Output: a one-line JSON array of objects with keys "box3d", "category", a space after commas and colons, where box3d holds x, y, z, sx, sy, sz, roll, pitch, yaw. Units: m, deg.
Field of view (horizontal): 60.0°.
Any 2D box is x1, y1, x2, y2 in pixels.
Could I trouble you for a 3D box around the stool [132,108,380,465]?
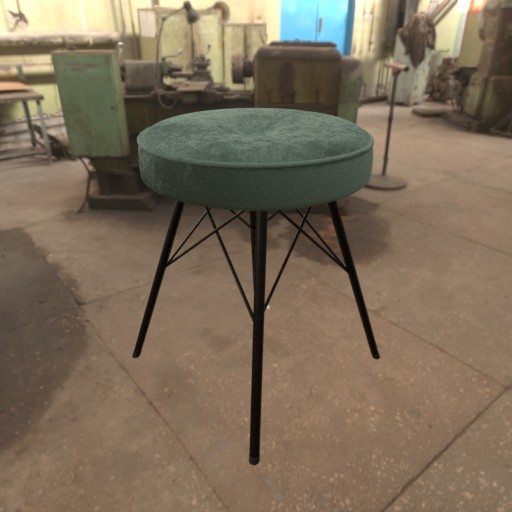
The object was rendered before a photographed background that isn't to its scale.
[{"box3d": [0.000, 0.000, 0.889, 0.458, 0.519, 0.457, -19, 33, -31], "category": "stool"}]
